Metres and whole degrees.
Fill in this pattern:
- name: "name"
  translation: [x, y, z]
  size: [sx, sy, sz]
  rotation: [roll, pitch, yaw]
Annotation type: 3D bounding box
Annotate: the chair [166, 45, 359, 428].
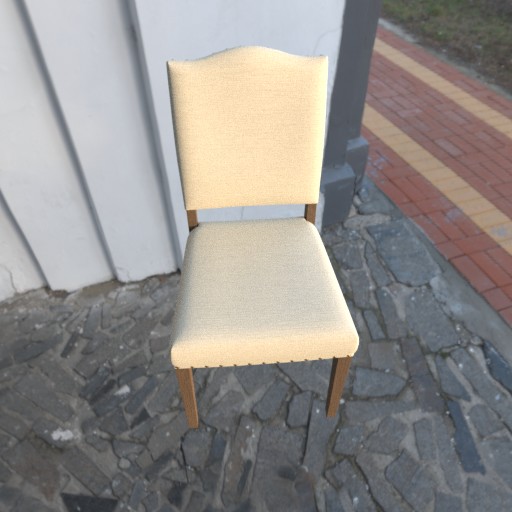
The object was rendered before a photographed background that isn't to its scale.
- name: "chair"
  translation: [0.000, 0.000, 1.340]
  size: [0.508, 1.015, 0.619]
  rotation: [-3, 47, -3]
